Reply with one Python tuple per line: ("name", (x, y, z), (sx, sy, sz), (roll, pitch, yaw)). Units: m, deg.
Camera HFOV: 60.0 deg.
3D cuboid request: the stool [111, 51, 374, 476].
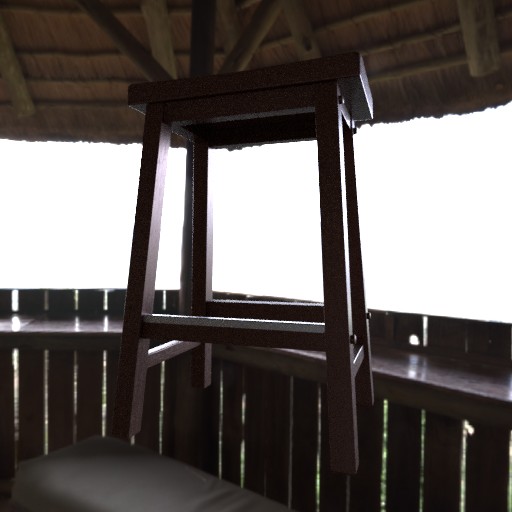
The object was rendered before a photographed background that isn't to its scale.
("stool", (0.000, 0.000, 0.830), (0.406, 0.610, 0.322), (0, 1, 19))
